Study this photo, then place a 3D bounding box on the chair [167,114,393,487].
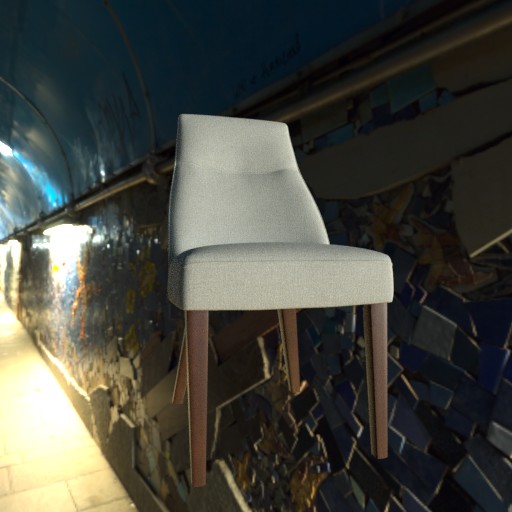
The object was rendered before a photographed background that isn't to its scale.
[{"bbox_3d":[0.000,0.000,1.250,0.500,0.930,0.620,0,1,-17],"label":"chair"}]
